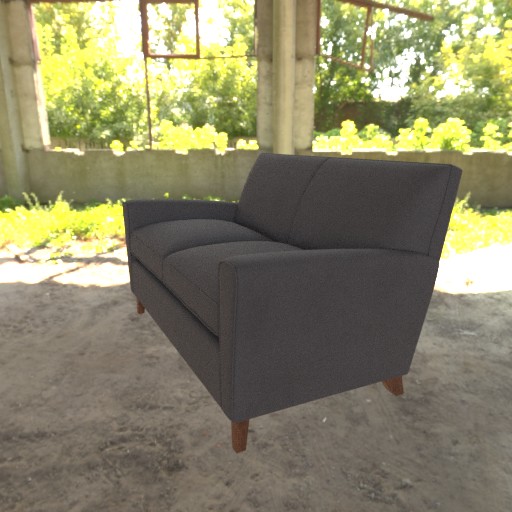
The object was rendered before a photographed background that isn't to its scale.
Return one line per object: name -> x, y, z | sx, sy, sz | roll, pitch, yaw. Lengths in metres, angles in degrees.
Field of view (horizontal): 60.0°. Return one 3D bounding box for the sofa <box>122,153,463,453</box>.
sofa -> 0.000, 0.000, 1.973 | 0.871, 0.846, 1.420 | -8, 17, -27
